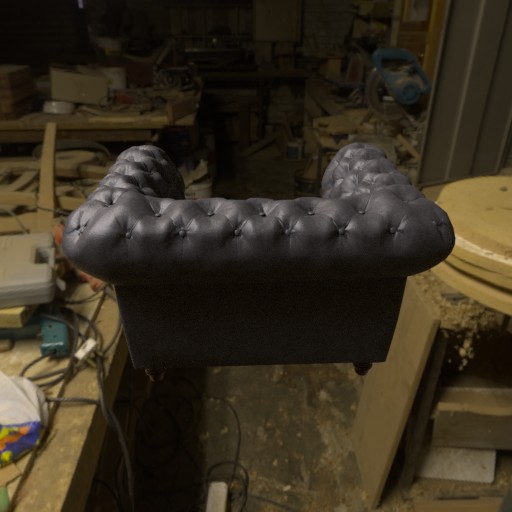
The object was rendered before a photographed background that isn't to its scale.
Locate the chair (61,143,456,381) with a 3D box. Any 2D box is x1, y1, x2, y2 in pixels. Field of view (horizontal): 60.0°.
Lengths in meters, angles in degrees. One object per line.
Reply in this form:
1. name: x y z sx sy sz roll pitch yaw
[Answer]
1. chair: 0.000 0.000 1.884 1.298 0.780 0.943 -1 29 -2
